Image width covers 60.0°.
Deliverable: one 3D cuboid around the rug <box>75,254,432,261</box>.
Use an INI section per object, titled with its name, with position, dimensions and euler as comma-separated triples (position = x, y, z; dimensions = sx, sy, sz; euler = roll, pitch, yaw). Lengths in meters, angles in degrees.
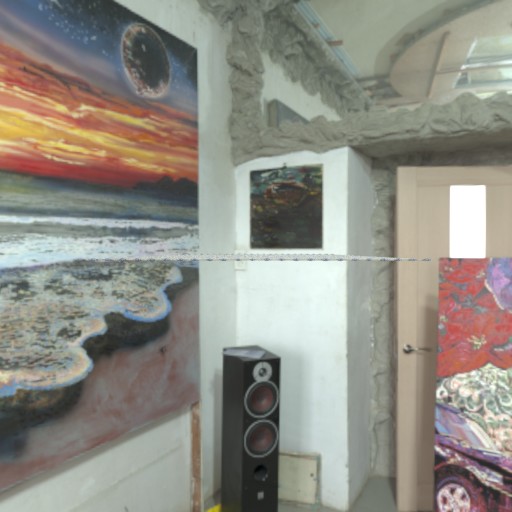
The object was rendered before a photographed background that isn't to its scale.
[rug]
position = 0.000, 0.000, 2.585
dimensions = 1.248, 0.009, 2.108
euler = 0, 1, 1
